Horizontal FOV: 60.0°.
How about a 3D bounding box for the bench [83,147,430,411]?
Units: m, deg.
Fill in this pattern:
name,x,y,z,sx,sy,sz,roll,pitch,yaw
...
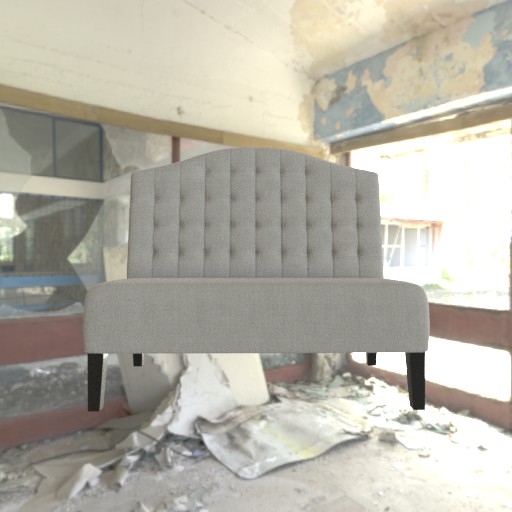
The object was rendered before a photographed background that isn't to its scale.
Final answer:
name,x,y,z,sx,sy,sz,roll,pitch,yaw
bench,0.000,0.000,2.079,1.335,1.180,0.815,0,1,-1
